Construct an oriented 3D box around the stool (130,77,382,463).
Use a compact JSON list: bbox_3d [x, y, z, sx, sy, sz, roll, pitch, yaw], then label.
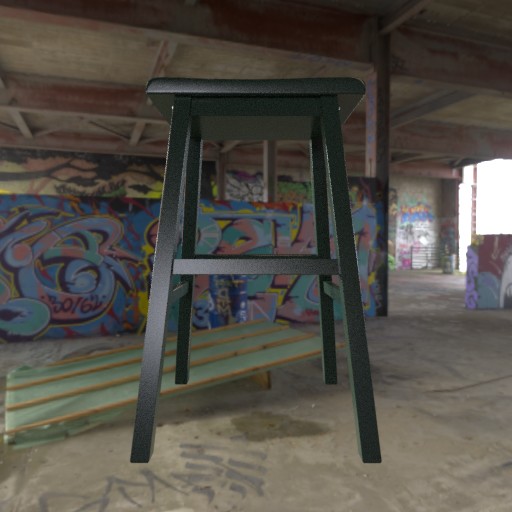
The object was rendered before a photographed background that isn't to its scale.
[{"bbox_3d":[0.000,0.000,1.030,0.457,0.737,0.476,0,2,0],"label":"stool"}]
